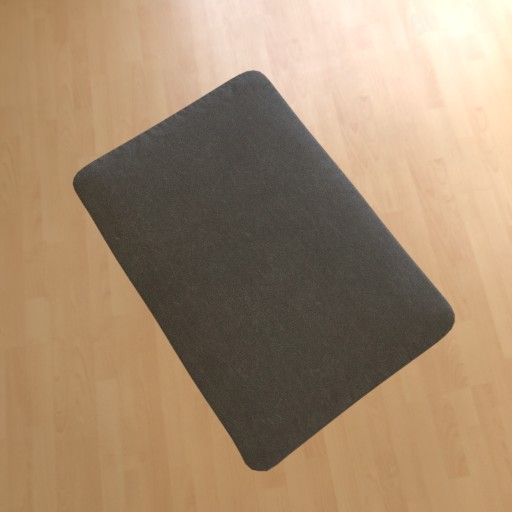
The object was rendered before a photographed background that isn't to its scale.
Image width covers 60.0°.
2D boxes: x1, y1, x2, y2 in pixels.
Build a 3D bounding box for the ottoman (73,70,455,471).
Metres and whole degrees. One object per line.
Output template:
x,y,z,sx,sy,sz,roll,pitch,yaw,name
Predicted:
0.000,0.000,1.615,0.840,0.429,1.199,-34,78,-8,ottoman
